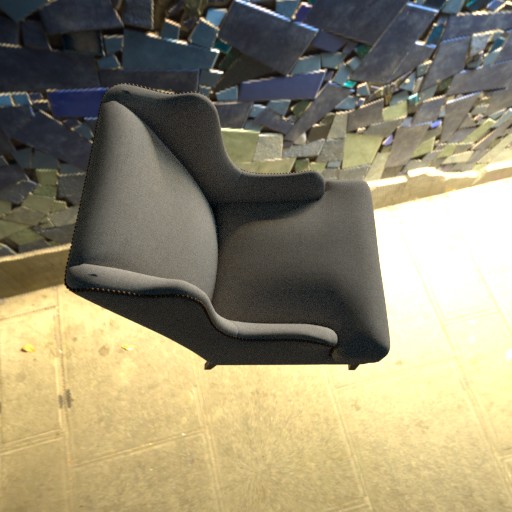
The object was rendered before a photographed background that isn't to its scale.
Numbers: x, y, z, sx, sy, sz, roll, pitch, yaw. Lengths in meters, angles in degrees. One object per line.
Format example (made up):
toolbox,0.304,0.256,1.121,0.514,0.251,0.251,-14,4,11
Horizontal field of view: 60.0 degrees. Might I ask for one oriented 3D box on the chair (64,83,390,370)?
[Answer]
chair,0.000,0.000,1.639,0.940,1.029,0.737,0,64,0
